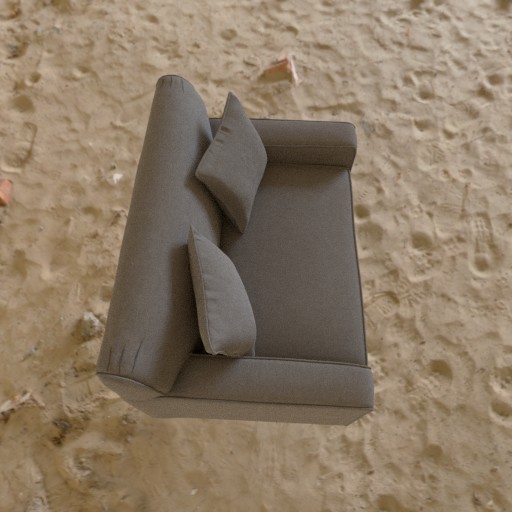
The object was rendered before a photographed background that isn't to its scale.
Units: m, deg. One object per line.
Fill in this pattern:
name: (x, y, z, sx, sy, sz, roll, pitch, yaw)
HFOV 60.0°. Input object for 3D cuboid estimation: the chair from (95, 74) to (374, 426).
chair: (0.000, 0.000, 2.059, 0.992, 0.953, 1.395, 2, 63, 1)
